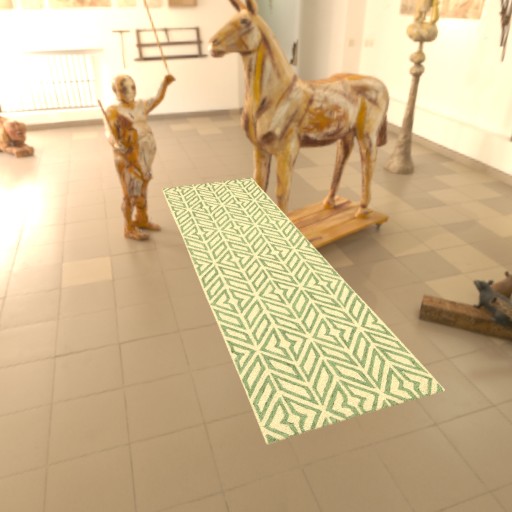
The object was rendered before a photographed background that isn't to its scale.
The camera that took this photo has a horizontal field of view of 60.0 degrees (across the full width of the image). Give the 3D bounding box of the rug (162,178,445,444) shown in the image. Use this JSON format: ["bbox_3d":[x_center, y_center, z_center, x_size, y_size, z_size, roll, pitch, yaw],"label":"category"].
[{"bbox_3d":[0.000,0.000,2.630,0.750,0.009,2.435,-10,32,-16],"label":"rug"}]
